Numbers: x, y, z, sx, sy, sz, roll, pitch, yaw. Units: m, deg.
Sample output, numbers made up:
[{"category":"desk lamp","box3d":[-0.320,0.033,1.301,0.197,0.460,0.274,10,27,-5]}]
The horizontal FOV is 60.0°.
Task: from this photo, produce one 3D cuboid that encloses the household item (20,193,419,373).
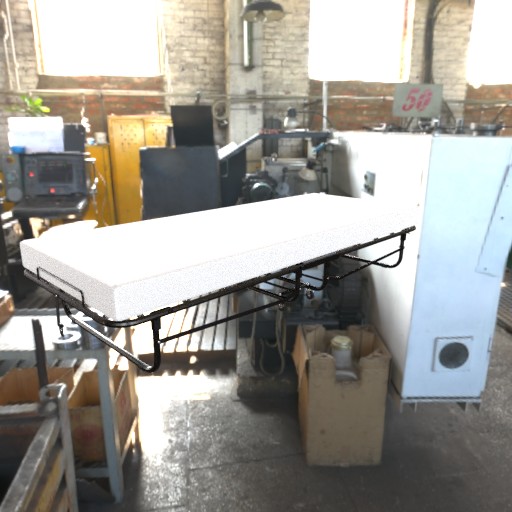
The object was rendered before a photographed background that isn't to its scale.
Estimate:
[{"category":"household item","box3d":[0.000,0.000,2.141,0.787,0.356,1.905,15,22,43]}]
